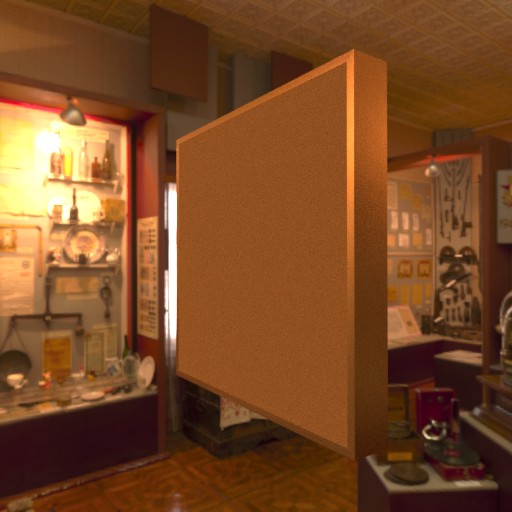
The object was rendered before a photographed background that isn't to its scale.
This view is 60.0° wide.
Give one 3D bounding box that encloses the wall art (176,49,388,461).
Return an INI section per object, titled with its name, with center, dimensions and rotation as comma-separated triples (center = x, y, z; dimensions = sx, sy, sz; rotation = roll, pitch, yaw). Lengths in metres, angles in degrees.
[wall art]
center = 0.000, 0.000, 0.462
dimensions = 0.038, 0.304, 0.304
rotation = 0, -1, -35
